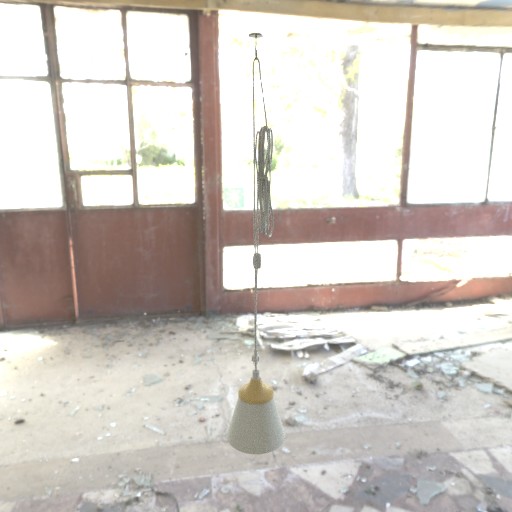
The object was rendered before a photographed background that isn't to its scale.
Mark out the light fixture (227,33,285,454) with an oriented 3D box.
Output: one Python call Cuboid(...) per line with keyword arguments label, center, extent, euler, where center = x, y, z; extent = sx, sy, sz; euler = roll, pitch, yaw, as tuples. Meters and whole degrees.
Cuboid(label="light fixture", center=(0.000, 0.000, 1.053), extent=(0.153, 0.966, 0.153), euler=(7, 15, 26))
